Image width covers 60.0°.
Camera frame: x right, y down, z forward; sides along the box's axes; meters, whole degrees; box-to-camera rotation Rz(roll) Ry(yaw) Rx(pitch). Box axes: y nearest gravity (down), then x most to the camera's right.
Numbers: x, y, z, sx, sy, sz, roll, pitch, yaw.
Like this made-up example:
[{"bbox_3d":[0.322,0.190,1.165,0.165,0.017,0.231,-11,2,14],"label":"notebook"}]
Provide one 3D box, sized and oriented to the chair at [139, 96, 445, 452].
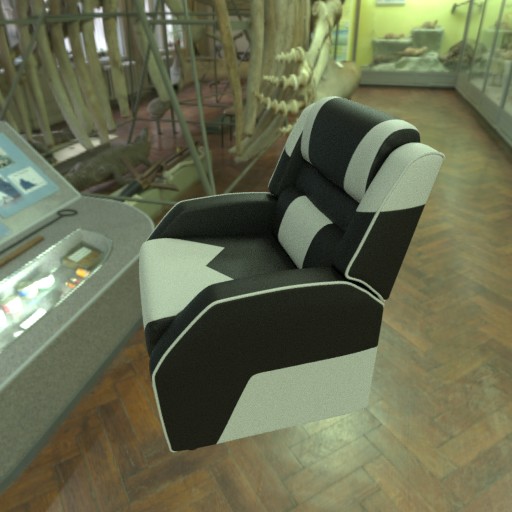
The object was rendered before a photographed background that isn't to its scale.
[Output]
[{"bbox_3d":[0.000,0.000,1.282,0.672,0.805,0.620,-8,30,-14],"label":"chair"}]
